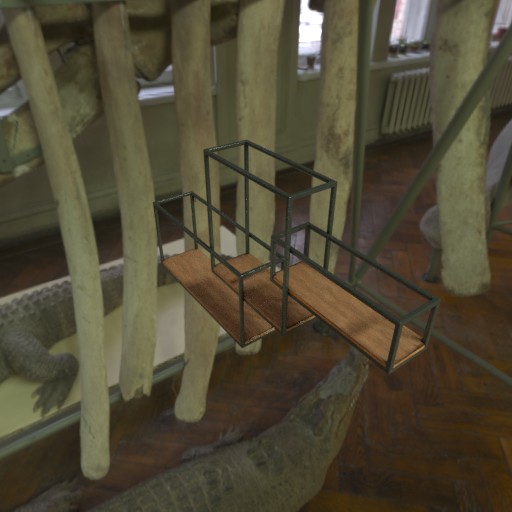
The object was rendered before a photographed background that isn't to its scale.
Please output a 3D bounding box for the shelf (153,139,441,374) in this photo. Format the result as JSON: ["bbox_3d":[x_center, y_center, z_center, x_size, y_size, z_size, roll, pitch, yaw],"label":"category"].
[{"bbox_3d":[0.000,0.000,2.140,0.275,0.972,1.781,-21,39,-29],"label":"shelf"}]
